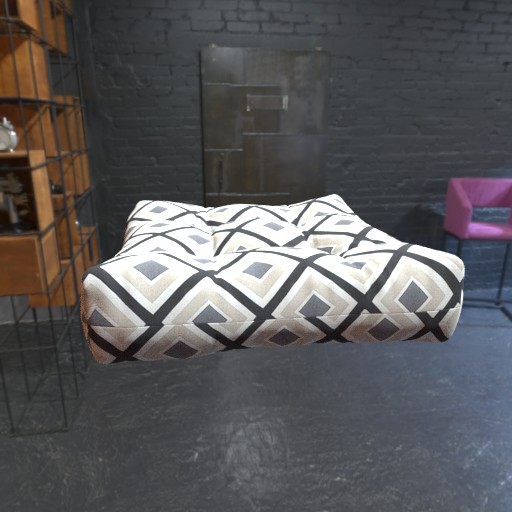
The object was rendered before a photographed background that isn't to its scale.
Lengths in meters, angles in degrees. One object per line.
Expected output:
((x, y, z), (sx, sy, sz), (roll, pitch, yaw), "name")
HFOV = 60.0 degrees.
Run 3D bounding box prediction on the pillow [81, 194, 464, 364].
((0.000, 0.000, 0.736), (0.468, 0.128, 0.490), (-2, 17, -8), "pillow")
